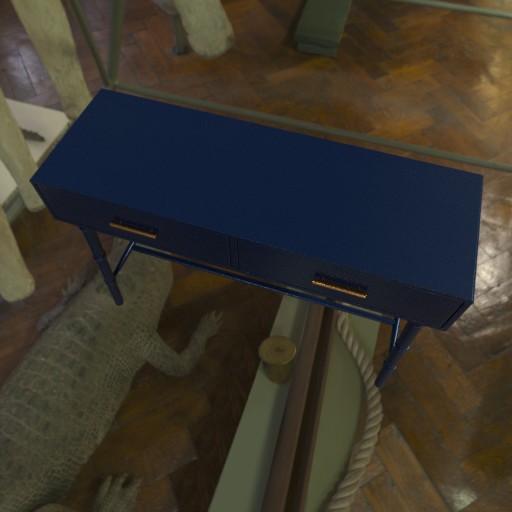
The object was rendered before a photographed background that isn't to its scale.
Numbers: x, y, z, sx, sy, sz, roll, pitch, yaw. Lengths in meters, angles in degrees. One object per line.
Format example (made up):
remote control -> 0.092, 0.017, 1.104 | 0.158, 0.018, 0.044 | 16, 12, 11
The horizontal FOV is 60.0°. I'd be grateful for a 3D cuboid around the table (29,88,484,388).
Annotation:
table -> 0.000, 0.000, 1.459 | 1.118, 0.749, 0.399 | 16, 60, 9
